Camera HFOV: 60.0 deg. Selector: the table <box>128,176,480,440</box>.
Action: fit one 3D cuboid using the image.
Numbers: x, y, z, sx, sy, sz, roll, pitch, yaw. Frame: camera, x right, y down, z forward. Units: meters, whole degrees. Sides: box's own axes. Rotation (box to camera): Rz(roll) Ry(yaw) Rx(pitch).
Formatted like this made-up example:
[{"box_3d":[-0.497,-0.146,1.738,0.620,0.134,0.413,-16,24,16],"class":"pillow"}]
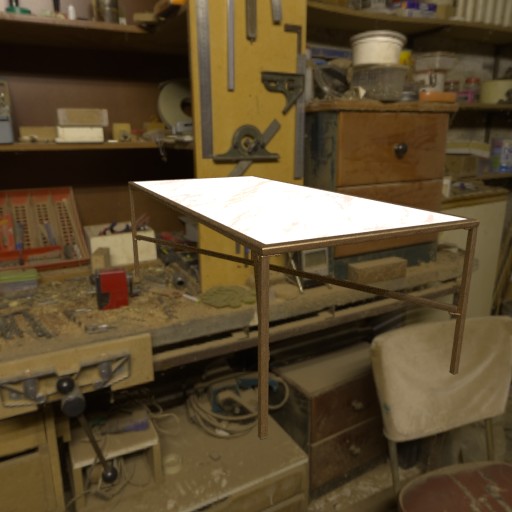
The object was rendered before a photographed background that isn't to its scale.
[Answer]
[{"box_3d":[0.000,0.000,1.484,0.577,0.405,1.197,-8,17,-26],"class":"table"}]
